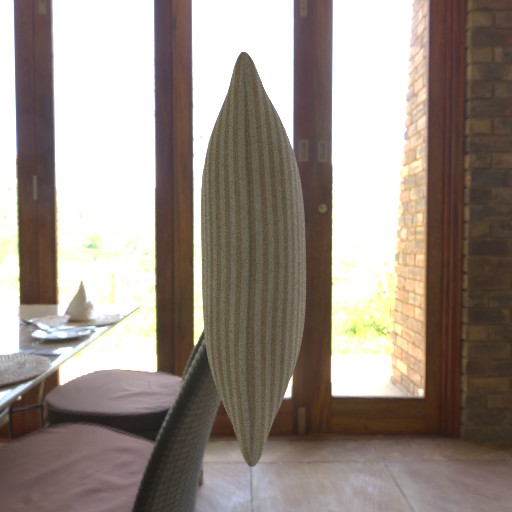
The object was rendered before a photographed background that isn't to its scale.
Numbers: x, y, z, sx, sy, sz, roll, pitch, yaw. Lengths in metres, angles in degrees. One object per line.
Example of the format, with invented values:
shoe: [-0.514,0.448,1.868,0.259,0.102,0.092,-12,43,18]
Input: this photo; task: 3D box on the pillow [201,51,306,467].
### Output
pillow: [0.000,0.000,0.790,0.166,0.510,0.523,0,2,2]
